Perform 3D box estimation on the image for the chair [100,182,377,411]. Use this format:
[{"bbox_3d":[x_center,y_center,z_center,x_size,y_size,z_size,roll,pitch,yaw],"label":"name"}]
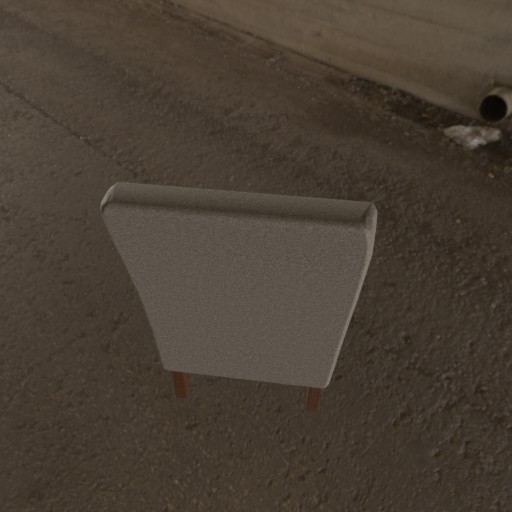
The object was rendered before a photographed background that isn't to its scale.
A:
[{"bbox_3d":[0.000,0.000,1.189,0.513,0.804,0.592,4,47,4],"label":"chair"}]
